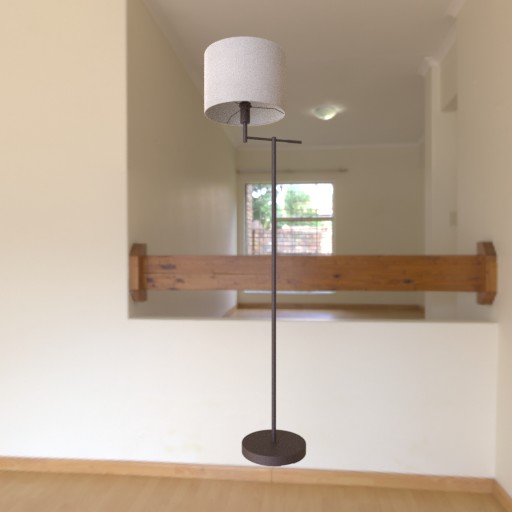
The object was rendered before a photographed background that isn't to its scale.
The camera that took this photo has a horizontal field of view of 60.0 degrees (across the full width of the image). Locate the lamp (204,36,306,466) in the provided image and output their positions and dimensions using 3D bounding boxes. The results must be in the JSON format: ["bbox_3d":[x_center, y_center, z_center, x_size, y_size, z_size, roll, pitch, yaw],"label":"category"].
[{"bbox_3d":[0.000,0.000,1.791,0.416,1.600,0.324,0,0,-19],"label":"lamp"}]
